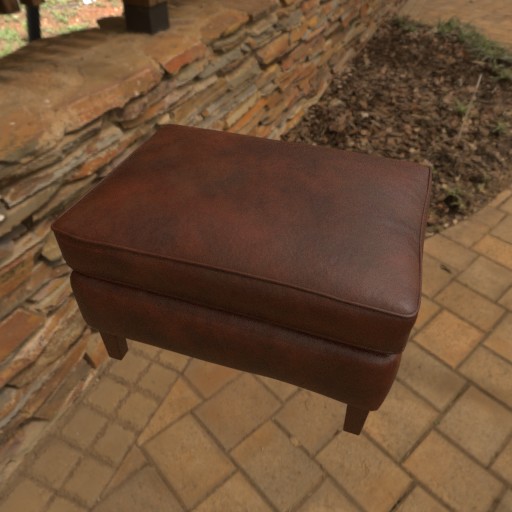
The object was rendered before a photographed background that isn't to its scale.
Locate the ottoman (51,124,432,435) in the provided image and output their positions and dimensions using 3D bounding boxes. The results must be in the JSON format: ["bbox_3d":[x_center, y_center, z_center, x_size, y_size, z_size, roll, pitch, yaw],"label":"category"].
[{"bbox_3d":[0.000,0.000,0.983,0.665,0.432,0.501,13,43,14],"label":"ottoman"}]
